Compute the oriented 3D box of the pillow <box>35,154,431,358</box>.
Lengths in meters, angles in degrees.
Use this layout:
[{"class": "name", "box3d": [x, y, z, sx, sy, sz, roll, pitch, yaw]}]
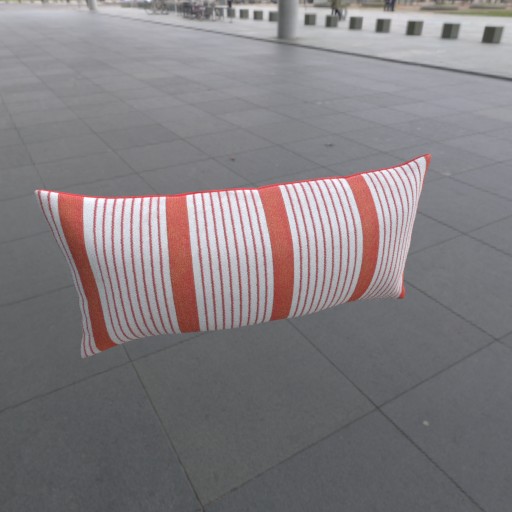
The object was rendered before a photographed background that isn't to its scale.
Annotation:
[{"class": "pillow", "box3d": [0.000, 0.000, 0.730, 0.608, 0.297, 0.151, -8, 32, -13]}]
